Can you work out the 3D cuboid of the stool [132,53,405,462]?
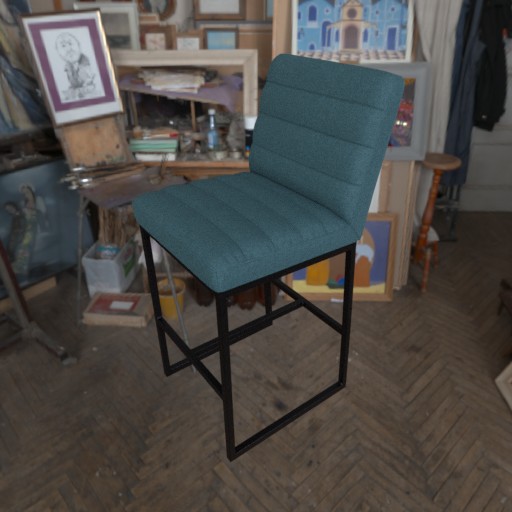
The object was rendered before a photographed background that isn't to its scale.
[{"bbox_3d":[0.000,0.000,1.323,0.560,1.040,0.460,-21,37,-30],"label":"stool"}]
